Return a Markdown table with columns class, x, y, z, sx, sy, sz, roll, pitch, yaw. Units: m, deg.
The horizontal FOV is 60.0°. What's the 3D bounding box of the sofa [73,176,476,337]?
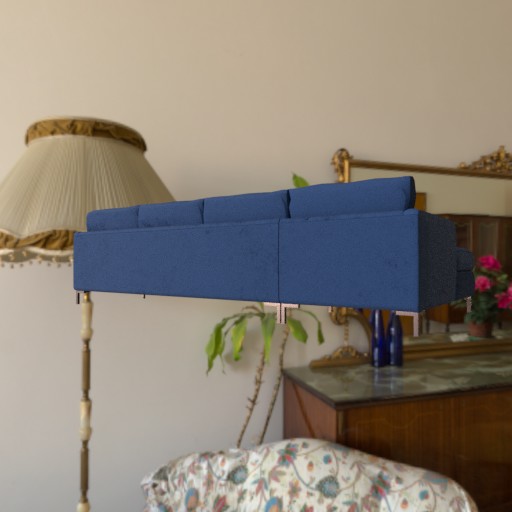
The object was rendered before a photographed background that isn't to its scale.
| class | x | y | z | sx | sy | sz | roll | pitch | yaw |
| --- | --- | --- | --- | --- | --- | --- | --- | --- | --- |
| sofa | 0.000 | 0.000 | 2.909 | 2.450 | 0.679 | 1.128 | -1 | -1 | 35 |
